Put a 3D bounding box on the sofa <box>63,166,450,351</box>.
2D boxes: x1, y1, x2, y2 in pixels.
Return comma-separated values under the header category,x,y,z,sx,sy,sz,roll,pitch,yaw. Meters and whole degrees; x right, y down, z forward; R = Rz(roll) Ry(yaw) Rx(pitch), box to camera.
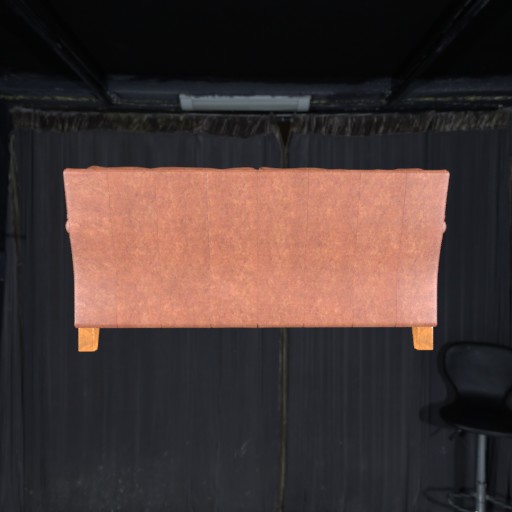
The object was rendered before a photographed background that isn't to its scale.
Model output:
category,x,y,z,sx,sy,sz,roll,pitch,yaw
sofa,0.000,0.000,2.875,2.144,1.071,1.147,0,0,-1
